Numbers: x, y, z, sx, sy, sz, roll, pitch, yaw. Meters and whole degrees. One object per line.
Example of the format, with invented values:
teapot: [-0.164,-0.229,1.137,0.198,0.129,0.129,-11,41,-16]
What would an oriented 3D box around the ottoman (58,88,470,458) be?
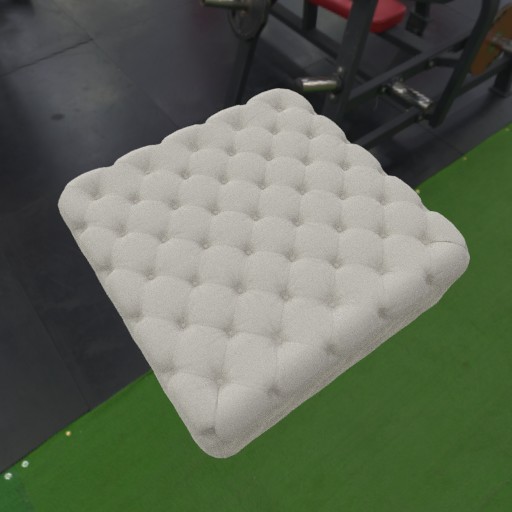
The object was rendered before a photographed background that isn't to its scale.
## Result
ottoman: [0.000,0.000,1.191,0.753,0.376,0.755,-31,62,-18]
